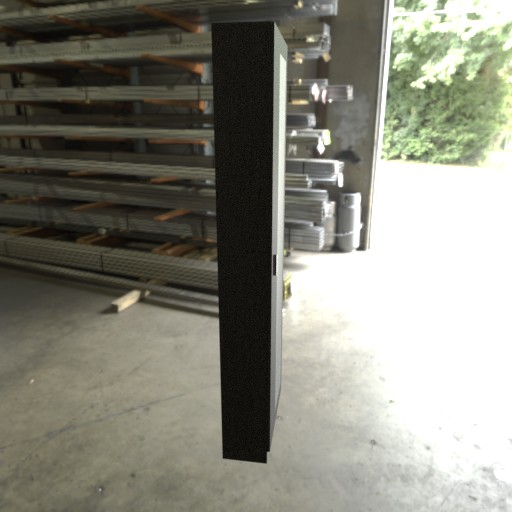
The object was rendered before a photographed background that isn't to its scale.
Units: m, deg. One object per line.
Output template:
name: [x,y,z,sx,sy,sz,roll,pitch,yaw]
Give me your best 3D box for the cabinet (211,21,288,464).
cabinet: [0.000,0.000,1.983,0.230,1.790,0.500,3,17,9]
